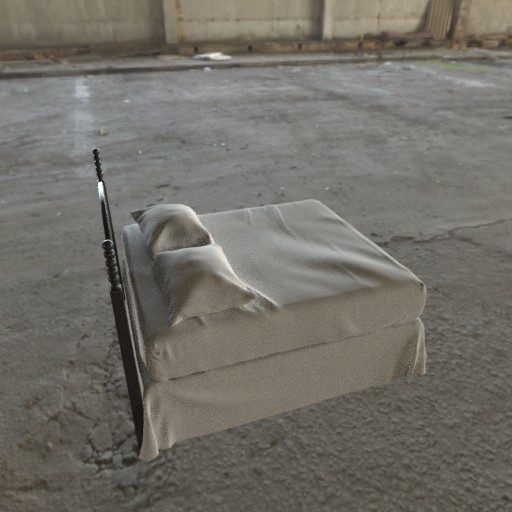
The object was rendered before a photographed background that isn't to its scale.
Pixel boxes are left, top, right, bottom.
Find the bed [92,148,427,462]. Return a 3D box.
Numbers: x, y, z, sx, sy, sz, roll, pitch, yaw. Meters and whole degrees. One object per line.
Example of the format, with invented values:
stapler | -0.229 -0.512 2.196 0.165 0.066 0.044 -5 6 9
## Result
bed | 0.000 0.000 3.244 2.040 1.356 1.873 -10 30 -17
